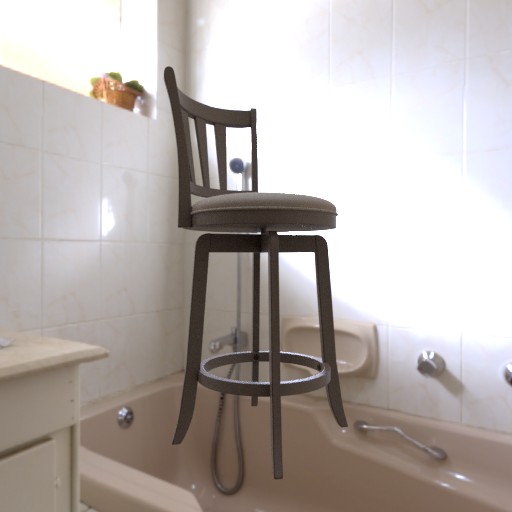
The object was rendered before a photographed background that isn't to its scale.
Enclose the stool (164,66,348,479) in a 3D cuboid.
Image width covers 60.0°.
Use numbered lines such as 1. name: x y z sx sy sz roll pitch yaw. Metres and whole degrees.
1. stool: 0.000 0.000 1.287 0.475 1.023 0.436 0 0 35
